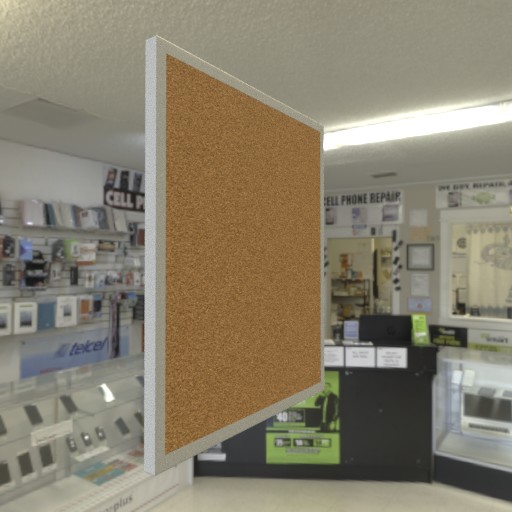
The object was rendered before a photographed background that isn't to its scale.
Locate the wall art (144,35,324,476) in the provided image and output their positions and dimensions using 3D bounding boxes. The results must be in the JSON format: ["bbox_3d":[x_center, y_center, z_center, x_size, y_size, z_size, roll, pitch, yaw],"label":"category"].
[{"bbox_3d":[0.000,0.000,0.724,0.020,0.536,0.444,-1,-1,36],"label":"wall art"}]
